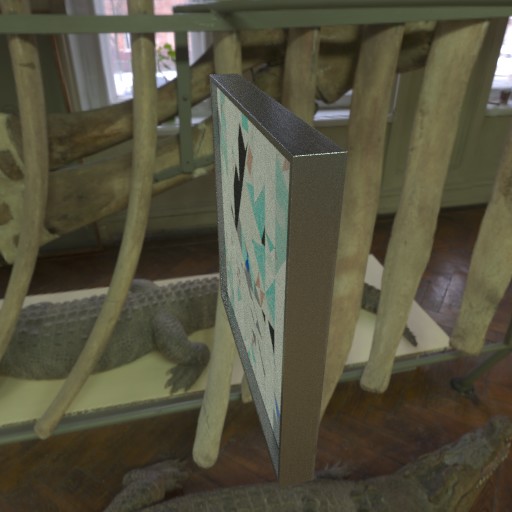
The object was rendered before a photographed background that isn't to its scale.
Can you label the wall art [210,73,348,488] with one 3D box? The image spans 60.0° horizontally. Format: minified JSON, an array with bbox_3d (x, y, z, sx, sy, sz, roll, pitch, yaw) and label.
[{"bbox_3d":[0.000,0.000,0.518,0.038,0.350,0.350,-7,31,-12],"label":"wall art"}]
